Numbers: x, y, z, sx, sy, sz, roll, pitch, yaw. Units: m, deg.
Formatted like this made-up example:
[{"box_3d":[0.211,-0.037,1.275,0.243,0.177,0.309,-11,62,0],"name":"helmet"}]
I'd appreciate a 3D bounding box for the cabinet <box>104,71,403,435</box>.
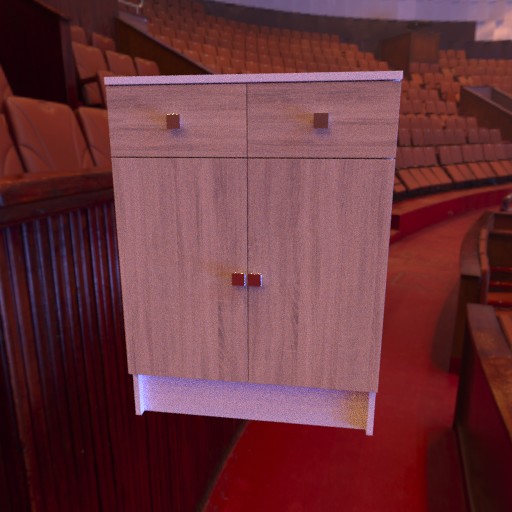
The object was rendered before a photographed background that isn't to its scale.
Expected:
[{"box_3d":[0.000,0.000,1.112,0.600,0.815,0.296,2,15,8],"name":"cabinet"}]
